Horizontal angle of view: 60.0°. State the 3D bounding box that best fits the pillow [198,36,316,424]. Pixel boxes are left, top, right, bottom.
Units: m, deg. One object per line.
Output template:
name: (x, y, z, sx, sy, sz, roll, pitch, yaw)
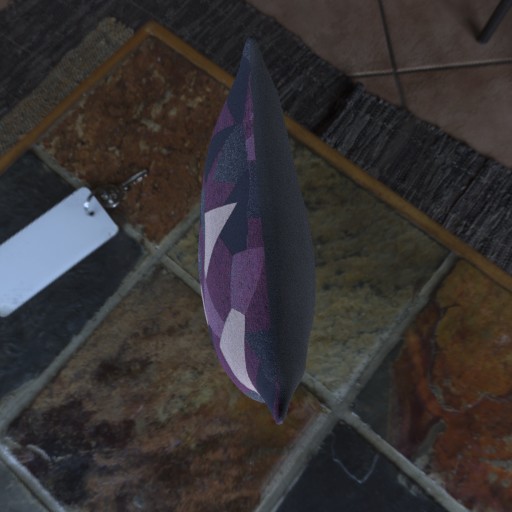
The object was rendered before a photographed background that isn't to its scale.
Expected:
pillow: (0.000, 0.000, 0.765, 0.208, 0.496, 0.503, -4, 75, -1)
